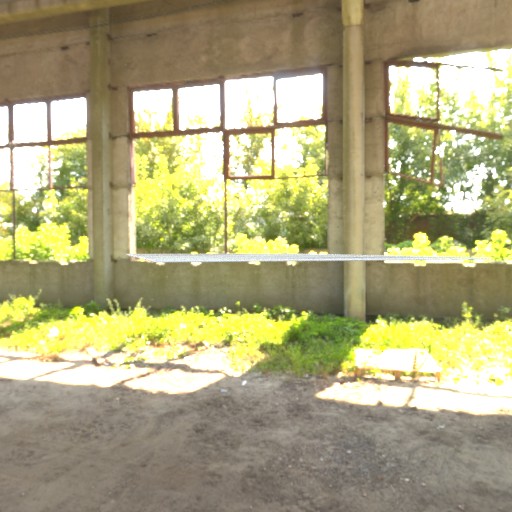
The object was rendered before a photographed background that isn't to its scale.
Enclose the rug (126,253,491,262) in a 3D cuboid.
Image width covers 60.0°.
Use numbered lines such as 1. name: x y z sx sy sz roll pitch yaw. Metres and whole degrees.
1. rug: 0.000 0.000 2.305 1.225 0.008 1.827 0 1 -19
